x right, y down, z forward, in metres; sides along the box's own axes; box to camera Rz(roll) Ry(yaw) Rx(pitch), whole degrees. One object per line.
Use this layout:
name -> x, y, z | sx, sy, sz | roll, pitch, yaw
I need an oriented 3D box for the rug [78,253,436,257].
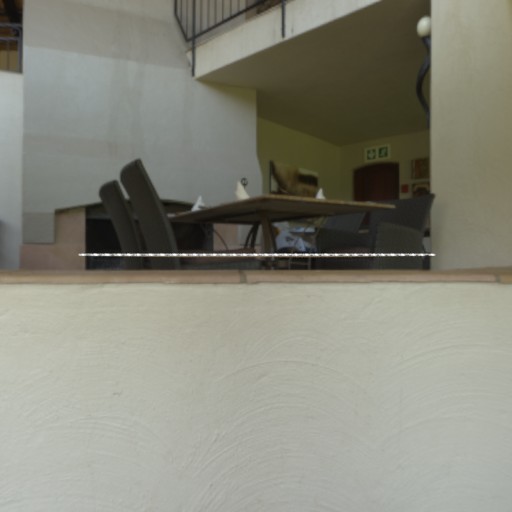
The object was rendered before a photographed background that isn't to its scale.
rug -> 0.000, 0.000, 2.467 | 1.196, 0.008, 2.006 | 0, 0, 0
